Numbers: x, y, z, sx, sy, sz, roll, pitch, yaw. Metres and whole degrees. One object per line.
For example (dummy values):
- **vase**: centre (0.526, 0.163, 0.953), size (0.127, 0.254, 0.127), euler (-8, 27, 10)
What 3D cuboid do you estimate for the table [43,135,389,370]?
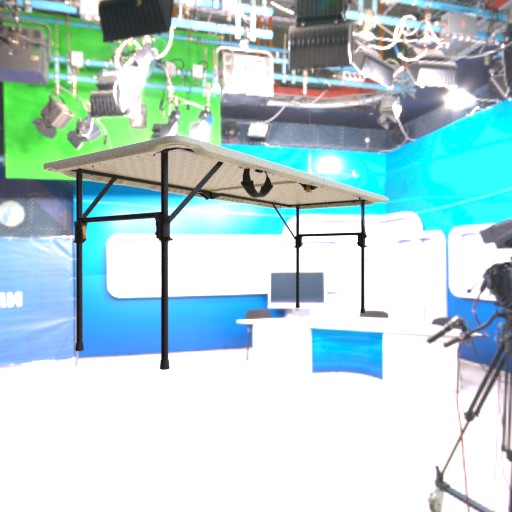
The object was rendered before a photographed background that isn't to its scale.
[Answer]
- **table**: centre (0.000, 0.000, 2.234), size (0.761, 0.719, 1.829), euler (0, 0, 35)
